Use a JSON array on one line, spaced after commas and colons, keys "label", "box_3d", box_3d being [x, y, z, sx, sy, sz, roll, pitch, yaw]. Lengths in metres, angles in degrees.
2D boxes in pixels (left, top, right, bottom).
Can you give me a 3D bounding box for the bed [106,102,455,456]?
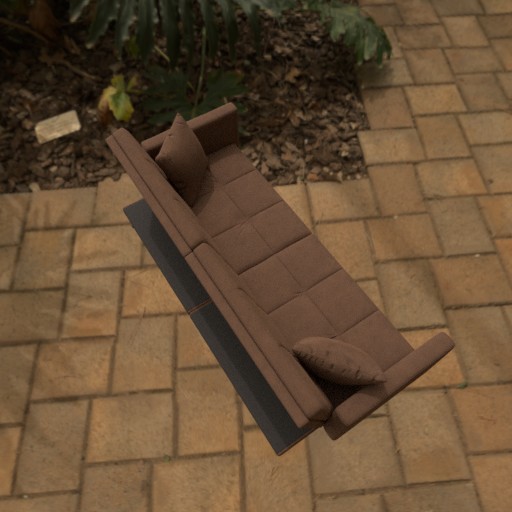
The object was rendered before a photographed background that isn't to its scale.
[{"label": "bed", "box_3d": [0.000, 0.000, 2.374, 0.889, 0.787, 1.905, -30, 64, -16]}]
